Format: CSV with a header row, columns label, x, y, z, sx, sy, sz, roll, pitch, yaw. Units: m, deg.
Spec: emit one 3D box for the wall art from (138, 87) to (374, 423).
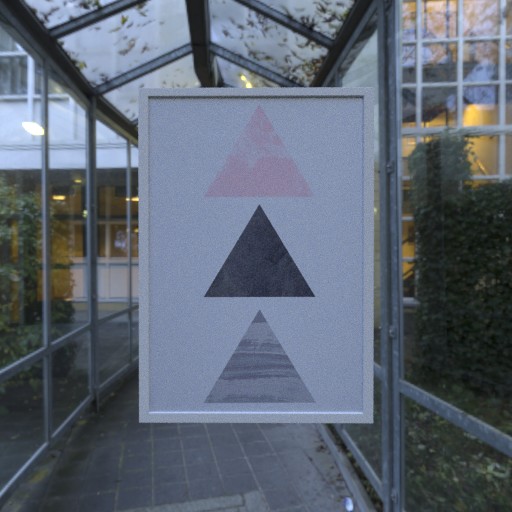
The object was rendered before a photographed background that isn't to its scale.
label,x,y,z,sx,sy,sz,roll,pitch,yaw
wall art,0.000,0.000,1.249,0.659,0.940,0.013,0,1,0
